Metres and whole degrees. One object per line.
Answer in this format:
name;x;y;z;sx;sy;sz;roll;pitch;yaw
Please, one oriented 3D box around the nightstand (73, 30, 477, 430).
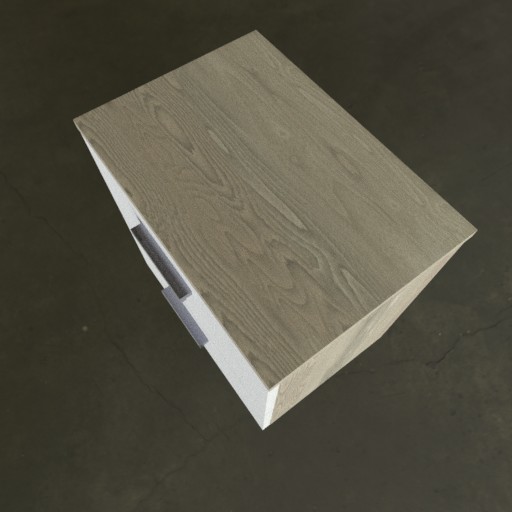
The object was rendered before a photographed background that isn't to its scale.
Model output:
nightstand;0.000;0.000;0.766;0.325;0.461;0.442;-33;68;-15
